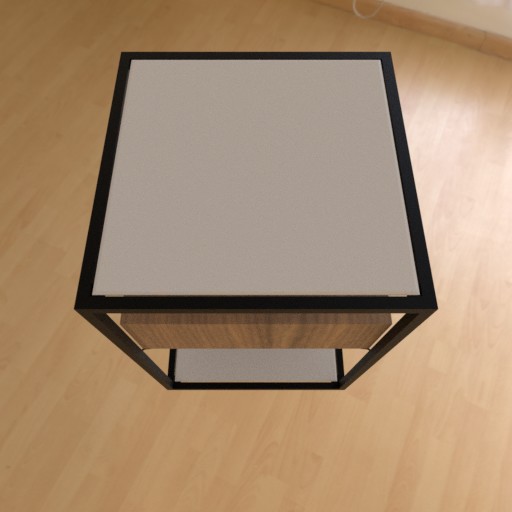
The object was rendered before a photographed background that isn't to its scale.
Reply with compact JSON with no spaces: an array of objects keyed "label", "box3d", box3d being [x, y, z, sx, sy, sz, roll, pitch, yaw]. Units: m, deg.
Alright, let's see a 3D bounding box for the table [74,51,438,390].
[{"label":"table","box3d":[0.000,0.000,0.784,0.378,0.540,0.378,0,65,0]}]
